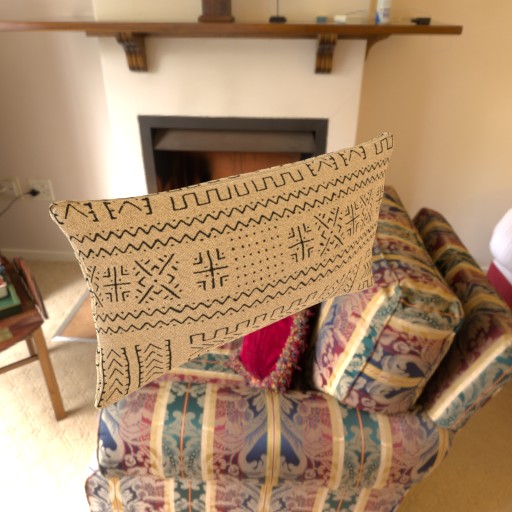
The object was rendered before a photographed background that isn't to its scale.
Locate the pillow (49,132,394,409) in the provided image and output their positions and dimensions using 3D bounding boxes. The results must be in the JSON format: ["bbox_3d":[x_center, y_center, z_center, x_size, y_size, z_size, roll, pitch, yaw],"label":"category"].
[{"bbox_3d":[0.000,0.000,0.786,0.637,0.352,0.188,-19,35,-30],"label":"pillow"}]
